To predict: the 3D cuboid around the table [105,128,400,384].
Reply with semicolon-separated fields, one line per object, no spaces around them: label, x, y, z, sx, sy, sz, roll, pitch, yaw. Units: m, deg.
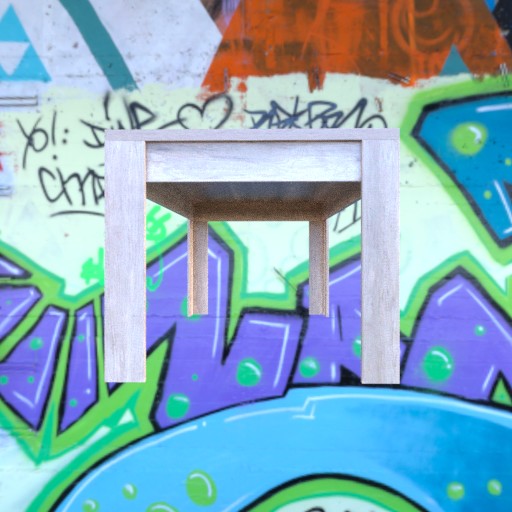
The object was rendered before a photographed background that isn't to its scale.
table;0.000;0.000;2.151;0.900;0.775;1.600;0;0;1
